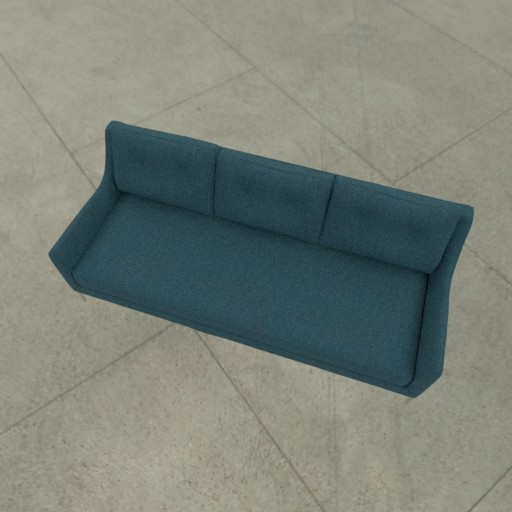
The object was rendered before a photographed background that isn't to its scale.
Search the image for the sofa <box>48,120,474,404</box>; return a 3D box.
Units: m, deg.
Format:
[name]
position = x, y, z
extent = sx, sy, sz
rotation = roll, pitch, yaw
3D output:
[sofa]
position = 0.000, 0.000, 2.456
extent = 2.060, 0.837, 0.849
rotation = 16, 59, 10
